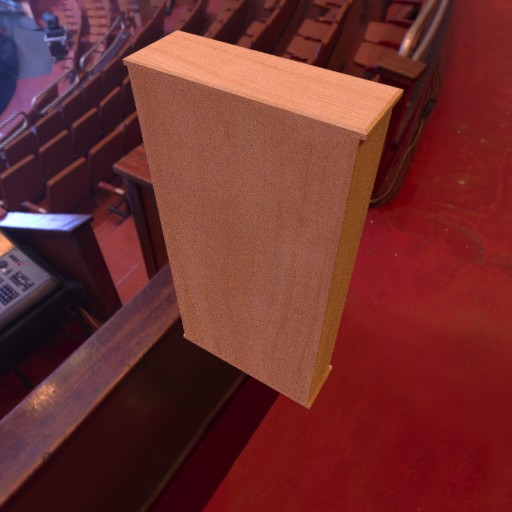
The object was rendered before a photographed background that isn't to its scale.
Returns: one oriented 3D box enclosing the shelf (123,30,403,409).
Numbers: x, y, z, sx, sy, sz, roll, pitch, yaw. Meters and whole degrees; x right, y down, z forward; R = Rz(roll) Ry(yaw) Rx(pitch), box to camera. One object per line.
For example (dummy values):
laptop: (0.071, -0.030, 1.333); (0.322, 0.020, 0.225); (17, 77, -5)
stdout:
shelf: (0.000, 0.000, 1.219); (0.520, 1.030, 0.175); (25, 52, 21)
